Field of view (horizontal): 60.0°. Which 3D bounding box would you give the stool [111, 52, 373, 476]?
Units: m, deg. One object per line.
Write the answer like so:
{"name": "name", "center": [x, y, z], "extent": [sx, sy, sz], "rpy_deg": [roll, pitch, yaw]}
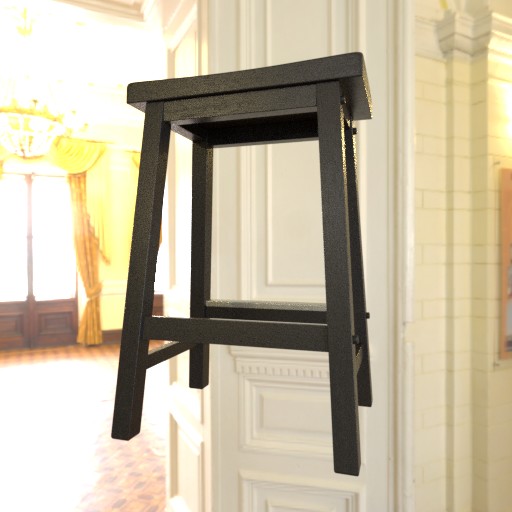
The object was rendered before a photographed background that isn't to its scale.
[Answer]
{"name": "stool", "center": [0.000, 0.000, 0.827], "extent": [0.406, 0.610, 0.322], "rpy_deg": [0, 1, 18]}
